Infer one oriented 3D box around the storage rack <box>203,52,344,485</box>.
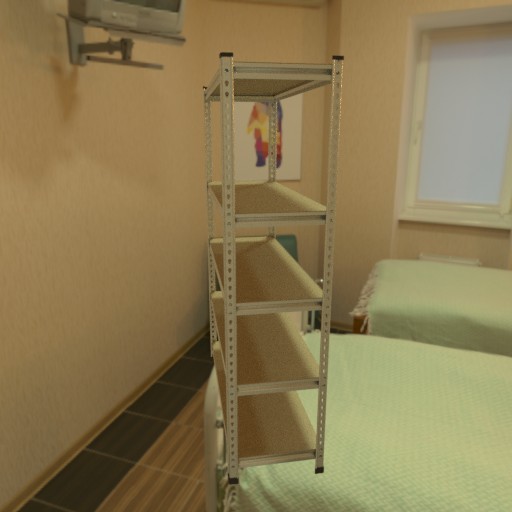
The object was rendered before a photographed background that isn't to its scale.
[{"bbox_3d":[0.000,0.000,2.406,0.457,1.829,1.219,-3,16,-9],"label":"storage rack"}]
